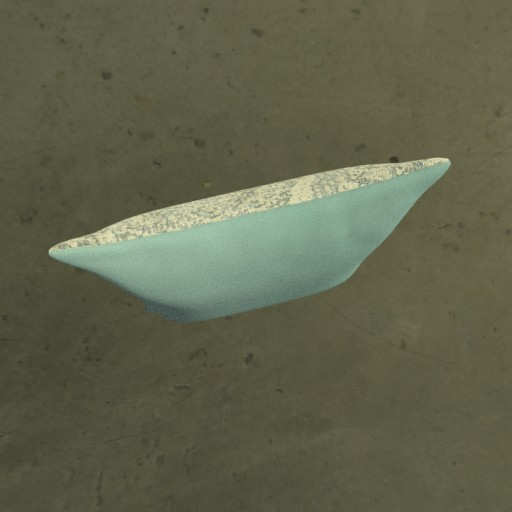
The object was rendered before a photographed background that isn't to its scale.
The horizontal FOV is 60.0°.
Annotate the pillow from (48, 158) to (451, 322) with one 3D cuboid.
[{"bbox_3d":[0.000,0.000,0.801,0.526,0.507,0.166,-13,75,-4],"label":"pillow"}]
